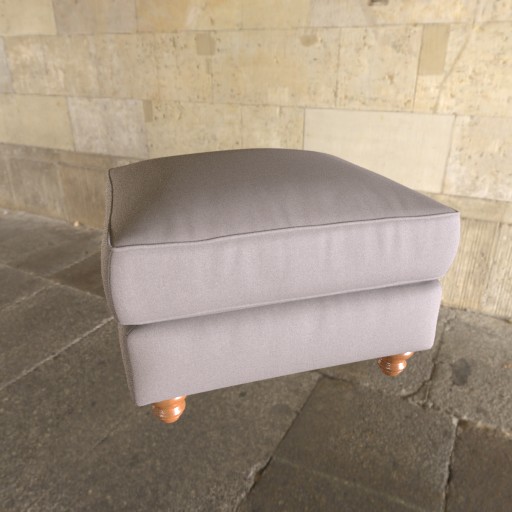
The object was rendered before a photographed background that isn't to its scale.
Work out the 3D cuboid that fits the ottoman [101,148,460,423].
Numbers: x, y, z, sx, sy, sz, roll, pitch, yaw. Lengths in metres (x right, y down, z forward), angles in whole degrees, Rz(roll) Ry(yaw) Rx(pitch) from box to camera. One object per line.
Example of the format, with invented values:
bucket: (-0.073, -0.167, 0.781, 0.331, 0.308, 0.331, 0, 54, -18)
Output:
ottoman: (0.000, 0.000, 1.152, 0.721, 0.505, 0.662, -7, 25, -15)
